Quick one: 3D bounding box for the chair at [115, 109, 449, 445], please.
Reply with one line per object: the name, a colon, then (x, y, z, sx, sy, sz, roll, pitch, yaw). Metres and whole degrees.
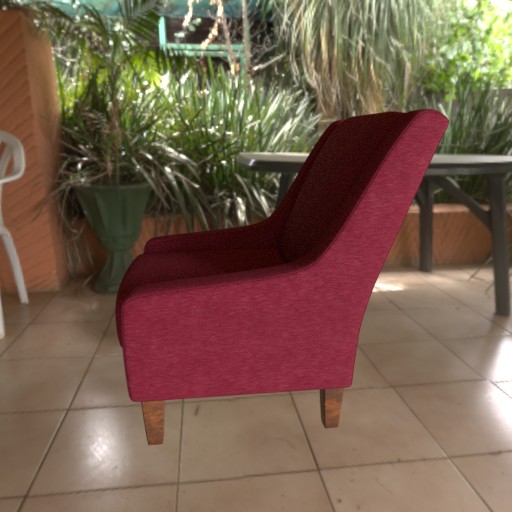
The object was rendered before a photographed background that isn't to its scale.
chair: (0.000, 0.000, 1.652, 0.985, 1.017, 0.793, -2, 15, -8)
